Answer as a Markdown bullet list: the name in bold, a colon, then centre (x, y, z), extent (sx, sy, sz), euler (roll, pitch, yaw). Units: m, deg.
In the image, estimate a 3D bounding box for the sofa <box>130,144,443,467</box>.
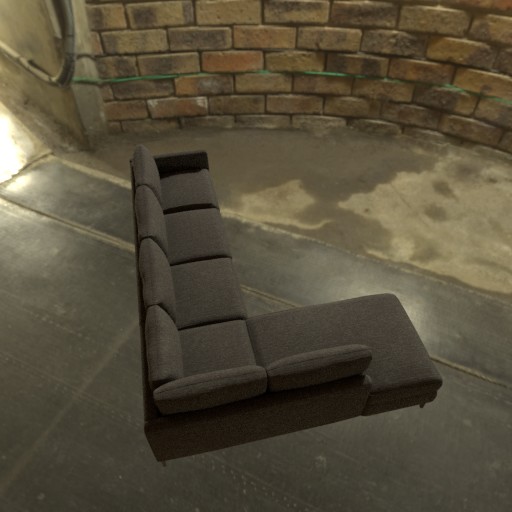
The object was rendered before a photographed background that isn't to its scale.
- **sofa**: centre (0.000, 0.000, 3.857), extent (2.007, 0.815, 2.949), euler (-9, 47, -9)
